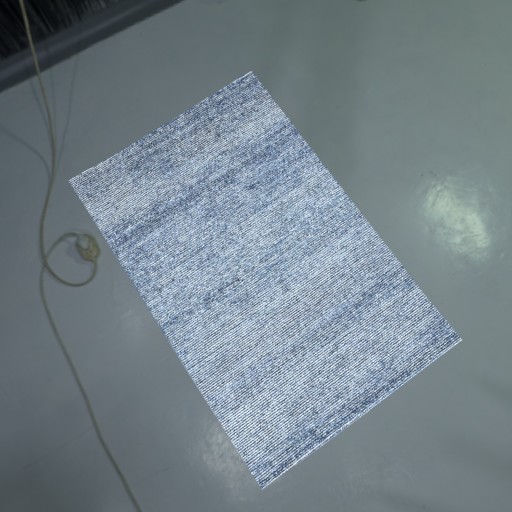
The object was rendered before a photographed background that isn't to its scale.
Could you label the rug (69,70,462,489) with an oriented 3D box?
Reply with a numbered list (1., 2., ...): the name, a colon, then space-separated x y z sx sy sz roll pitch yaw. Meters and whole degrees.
1. rug: 0.000 0.000 2.208 1.159 0.025 1.793 -33 78 -8
